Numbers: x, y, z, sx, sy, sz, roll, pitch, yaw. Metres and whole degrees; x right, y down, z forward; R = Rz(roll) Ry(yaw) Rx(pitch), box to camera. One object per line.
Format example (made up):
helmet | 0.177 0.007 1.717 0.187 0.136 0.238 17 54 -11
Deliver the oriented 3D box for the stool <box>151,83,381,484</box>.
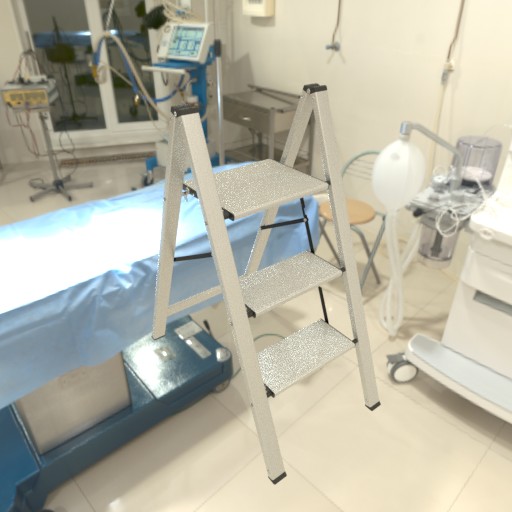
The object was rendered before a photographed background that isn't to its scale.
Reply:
stool | 0.000 0.000 1.294 0.441 0.902 0.730 -22 38 -31
